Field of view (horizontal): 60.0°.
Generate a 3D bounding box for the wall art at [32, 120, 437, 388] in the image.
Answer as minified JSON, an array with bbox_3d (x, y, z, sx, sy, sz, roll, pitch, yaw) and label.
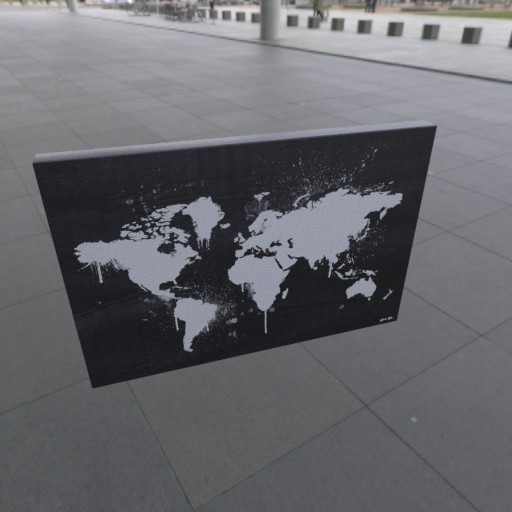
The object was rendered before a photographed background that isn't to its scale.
[{"bbox_3d":[0.000,0.000,0.762,0.610,0.409,0.038,-9,32,-15],"label":"wall art"}]
